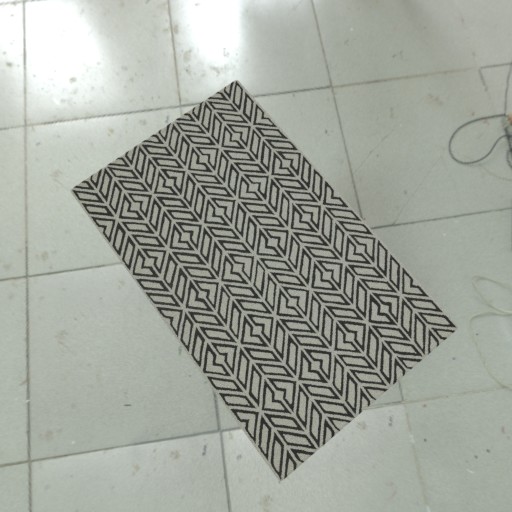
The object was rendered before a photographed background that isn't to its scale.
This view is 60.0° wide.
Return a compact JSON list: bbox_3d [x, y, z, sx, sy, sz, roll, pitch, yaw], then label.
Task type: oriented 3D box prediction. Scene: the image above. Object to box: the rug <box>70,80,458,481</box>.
[{"bbox_3d":[0.000,0.000,3.076,1.523,0.008,2.438,-37,78,-9],"label":"rug"}]
